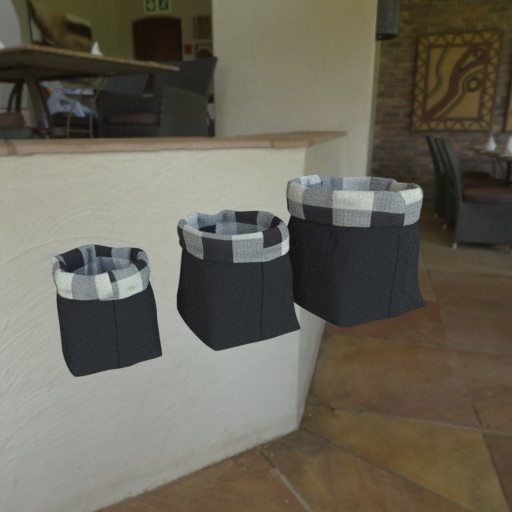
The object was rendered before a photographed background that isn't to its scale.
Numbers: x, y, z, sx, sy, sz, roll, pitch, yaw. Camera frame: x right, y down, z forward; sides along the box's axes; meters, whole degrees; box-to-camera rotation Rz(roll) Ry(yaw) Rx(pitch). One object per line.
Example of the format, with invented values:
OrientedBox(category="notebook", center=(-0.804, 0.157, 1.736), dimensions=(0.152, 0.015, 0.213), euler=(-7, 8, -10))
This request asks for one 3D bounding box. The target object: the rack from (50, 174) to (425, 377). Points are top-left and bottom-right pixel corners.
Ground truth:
OrientedBox(category="rack", center=(0.000, 0.000, 1.060), dimensions=(0.889, 0.329, 0.370), euler=(-8, 18, -25))
